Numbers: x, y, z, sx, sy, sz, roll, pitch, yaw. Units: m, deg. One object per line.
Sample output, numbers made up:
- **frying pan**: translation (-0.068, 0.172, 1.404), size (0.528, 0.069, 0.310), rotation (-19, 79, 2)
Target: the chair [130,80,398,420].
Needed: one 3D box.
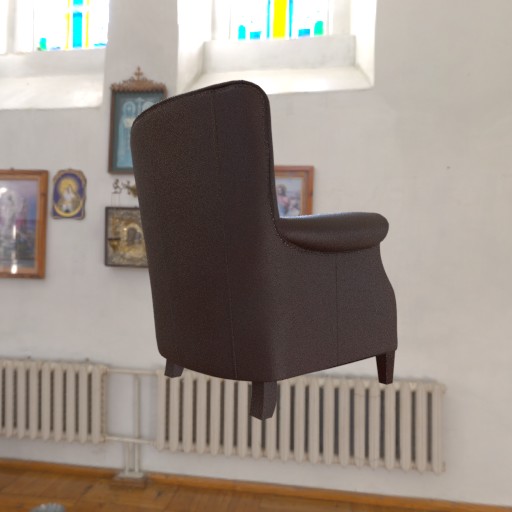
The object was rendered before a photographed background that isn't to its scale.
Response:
- **chair**: translation (0.000, 0.000, 1.393), size (0.746, 0.800, 0.700), rotation (1, -1, -36)
